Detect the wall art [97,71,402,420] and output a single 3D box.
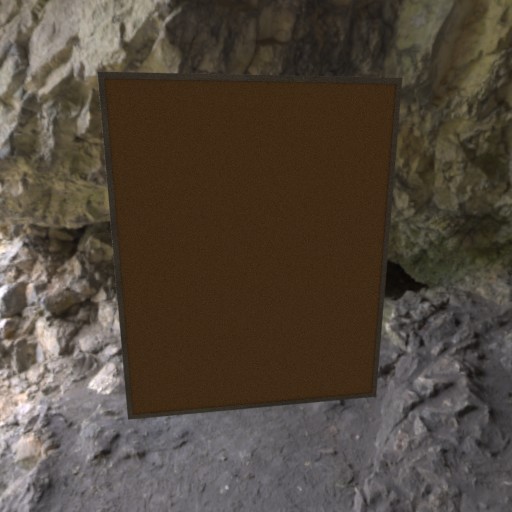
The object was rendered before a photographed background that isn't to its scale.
[{"bbox_3d":[0.000,0.000,0.689,0.421,0.521,0.032,-2,15,-9],"label":"wall art"}]
